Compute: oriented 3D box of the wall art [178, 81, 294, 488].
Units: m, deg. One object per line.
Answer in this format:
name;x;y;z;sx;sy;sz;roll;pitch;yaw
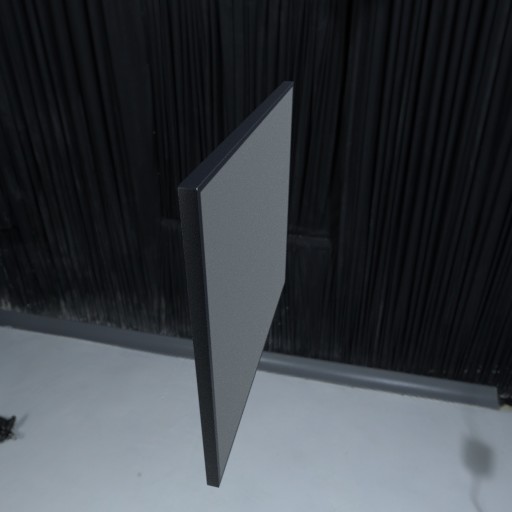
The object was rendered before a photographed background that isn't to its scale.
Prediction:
wall art;0.000;0.000;0.721;0.018;0.450;0.521;7;32;11
